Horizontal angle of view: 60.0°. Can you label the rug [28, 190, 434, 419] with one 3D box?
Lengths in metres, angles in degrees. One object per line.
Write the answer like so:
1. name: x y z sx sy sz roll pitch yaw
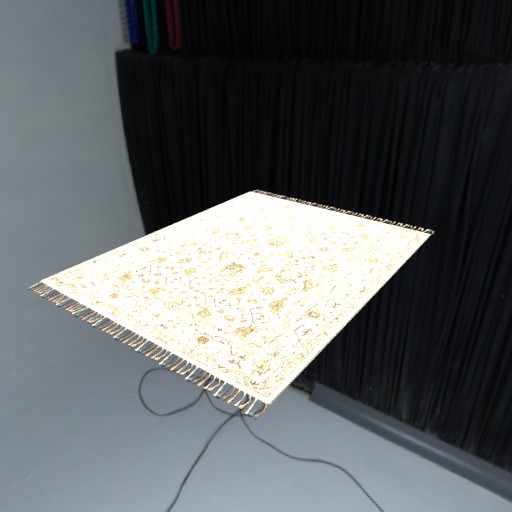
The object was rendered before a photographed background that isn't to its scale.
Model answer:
1. rug: 0.000 0.000 2.255 1.278 0.009 1.726 18 32 32
